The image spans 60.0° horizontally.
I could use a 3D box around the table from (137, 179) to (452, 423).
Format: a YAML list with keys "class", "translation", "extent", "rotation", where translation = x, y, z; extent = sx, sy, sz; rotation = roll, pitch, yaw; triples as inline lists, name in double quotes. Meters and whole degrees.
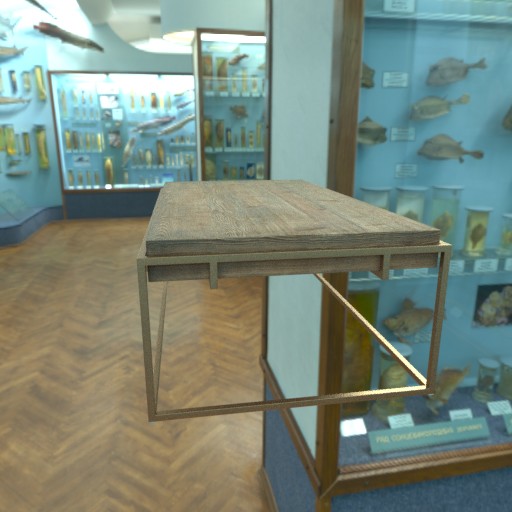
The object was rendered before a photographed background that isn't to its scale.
- class: "table"
  translation: [0.000, 0.000, 1.770]
  extent: [0.775, 0.468, 1.387]
  rotation: [-2, 15, -9]
